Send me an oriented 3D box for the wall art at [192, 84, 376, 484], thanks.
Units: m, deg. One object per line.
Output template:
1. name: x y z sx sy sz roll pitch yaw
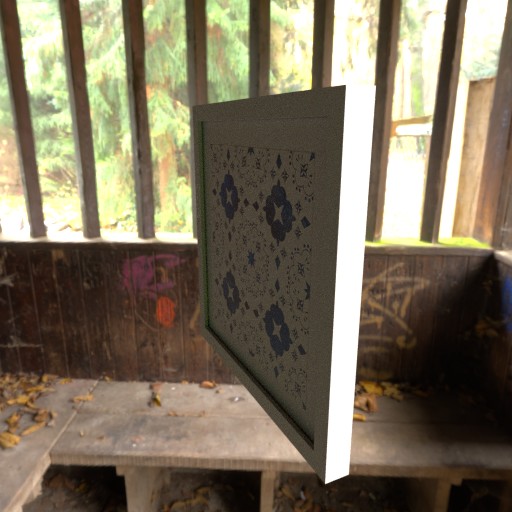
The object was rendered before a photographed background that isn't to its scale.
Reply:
1. wall art: 0.000 0.000 0.530 0.027 0.355 0.355 -8 18 -25
